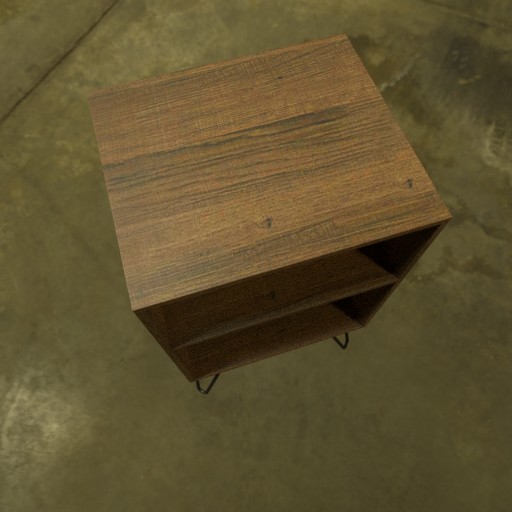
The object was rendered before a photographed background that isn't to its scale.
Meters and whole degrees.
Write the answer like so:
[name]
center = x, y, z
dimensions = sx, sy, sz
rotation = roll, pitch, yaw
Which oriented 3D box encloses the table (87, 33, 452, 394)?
[table]
center = 0.000, 0.000, 1.160
dimensions = 0.526, 0.866, 0.457
rotation = -16, 66, -7
